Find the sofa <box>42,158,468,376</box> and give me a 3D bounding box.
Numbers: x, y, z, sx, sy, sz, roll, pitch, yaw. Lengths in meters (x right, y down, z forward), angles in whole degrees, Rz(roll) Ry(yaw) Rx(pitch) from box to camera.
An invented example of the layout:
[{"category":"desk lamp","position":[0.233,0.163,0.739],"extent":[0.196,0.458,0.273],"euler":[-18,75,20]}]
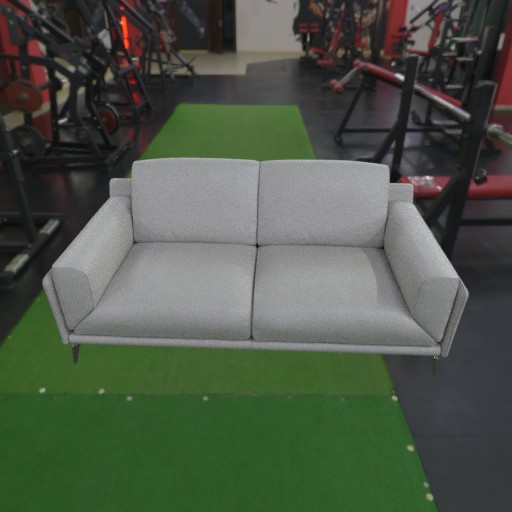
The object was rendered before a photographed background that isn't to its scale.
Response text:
[{"category":"sofa","position":[0.000,0.000,2.648],"extent":[2.101,0.930,1.049],"euler":[1,31,2]}]
